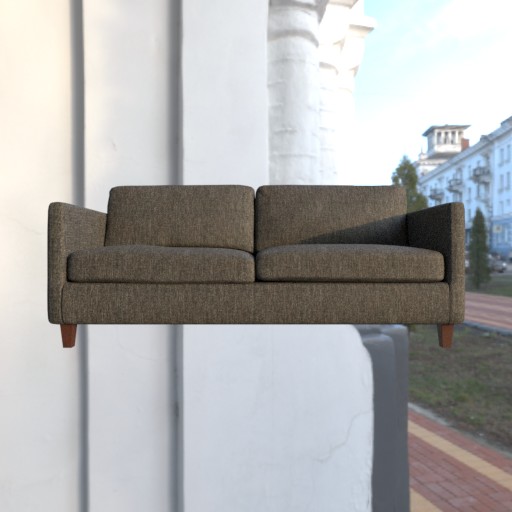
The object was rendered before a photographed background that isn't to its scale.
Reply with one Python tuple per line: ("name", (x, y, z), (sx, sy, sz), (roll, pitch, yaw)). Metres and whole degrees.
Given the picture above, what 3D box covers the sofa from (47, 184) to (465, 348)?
("sofa", (0.000, 0.000, 2.754), (2.208, 0.960, 0.948), (0, 0, 0))
